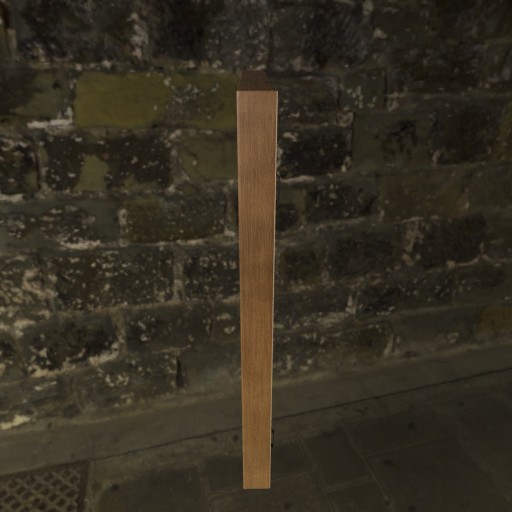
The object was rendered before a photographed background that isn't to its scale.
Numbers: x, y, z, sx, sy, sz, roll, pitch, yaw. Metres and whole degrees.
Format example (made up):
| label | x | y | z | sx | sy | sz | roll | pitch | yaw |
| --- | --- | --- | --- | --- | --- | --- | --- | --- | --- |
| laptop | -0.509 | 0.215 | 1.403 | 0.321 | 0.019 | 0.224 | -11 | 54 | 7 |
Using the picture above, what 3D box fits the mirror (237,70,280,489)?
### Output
| label | x | y | z | sx | sy | sz | roll | pitch | yaw |
| --- | --- | --- | --- | --- | --- | --- | --- | --- | --- |
| mirror | 0.000 | 0.000 | 0.677 | 0.041 | 0.508 | 0.405 | 0 | 25 | -1 |
